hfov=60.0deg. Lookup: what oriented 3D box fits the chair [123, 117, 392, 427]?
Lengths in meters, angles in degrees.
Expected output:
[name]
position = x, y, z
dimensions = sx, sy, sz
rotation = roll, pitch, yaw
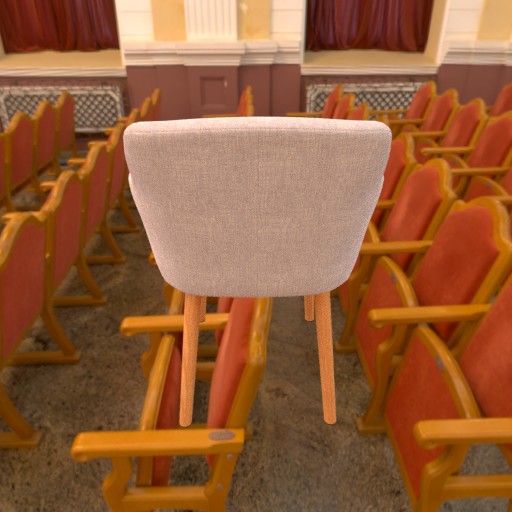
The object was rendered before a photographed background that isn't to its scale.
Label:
[chair]
position = 0.000, 0.000, 1.130
dimensions = 0.570, 0.780, 0.540
rotation = 0, 29, -1
